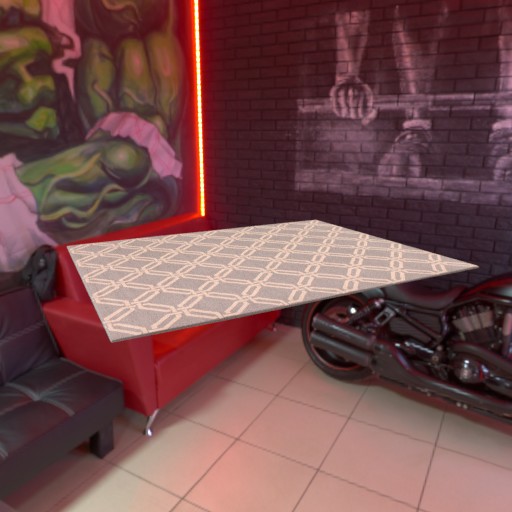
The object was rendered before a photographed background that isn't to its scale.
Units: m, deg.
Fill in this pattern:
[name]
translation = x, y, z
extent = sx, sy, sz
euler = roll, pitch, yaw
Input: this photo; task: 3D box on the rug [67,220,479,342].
[rug]
translation = 0.000, 0.000, 3.921
extent = 2.895, 0.018, 2.288
euler = -8, 17, -27
